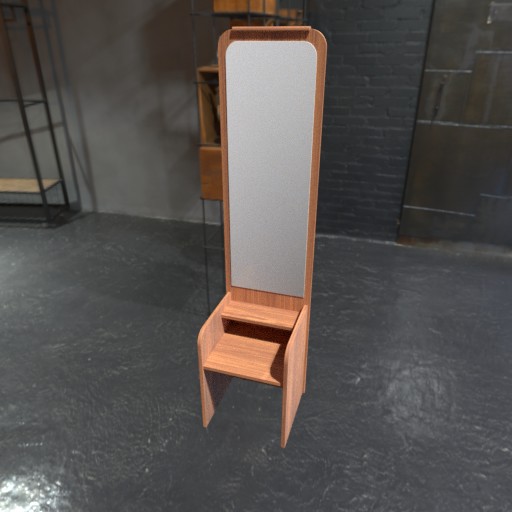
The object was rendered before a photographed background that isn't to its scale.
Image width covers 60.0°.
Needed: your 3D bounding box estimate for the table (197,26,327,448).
[{"bbox_3d":[0.000,0.000,1.984,0.450,1.830,0.420,8,28,16],"label":"table"}]
